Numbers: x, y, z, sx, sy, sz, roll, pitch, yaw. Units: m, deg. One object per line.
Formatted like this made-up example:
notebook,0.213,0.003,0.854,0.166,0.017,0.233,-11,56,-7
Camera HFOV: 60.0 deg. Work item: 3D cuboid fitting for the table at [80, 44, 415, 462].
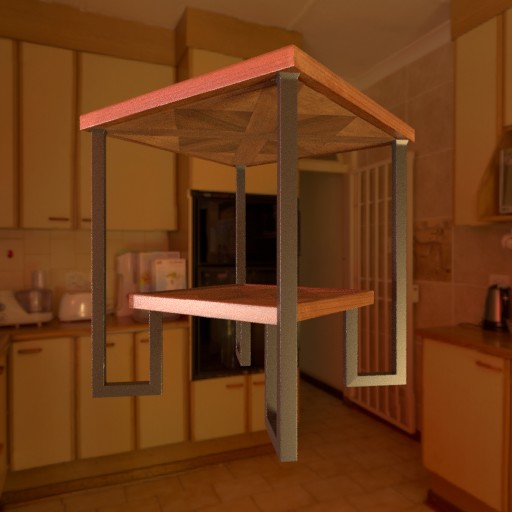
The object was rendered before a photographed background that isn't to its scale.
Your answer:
table,0.000,0.000,0.935,0.503,0.563,0.503,0,0,37
